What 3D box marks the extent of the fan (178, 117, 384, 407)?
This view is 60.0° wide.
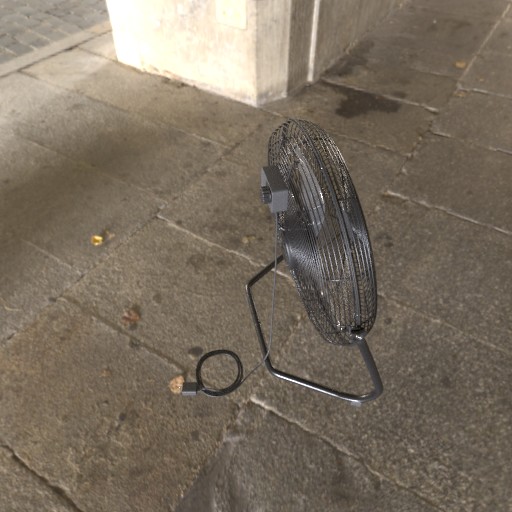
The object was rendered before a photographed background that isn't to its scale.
[{"bbox_3d":[0.000,0.000,1.031,0.470,0.605,0.595,-10,48,-9],"label":"fan"}]
